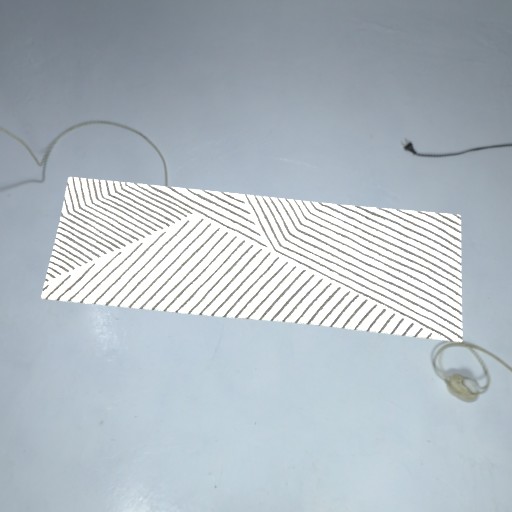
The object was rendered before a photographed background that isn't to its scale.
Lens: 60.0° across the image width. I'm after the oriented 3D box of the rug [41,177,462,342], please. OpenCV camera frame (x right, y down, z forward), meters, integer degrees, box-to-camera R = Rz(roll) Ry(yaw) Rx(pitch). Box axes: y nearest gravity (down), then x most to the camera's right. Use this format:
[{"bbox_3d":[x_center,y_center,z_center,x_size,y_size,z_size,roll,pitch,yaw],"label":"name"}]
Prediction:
[{"bbox_3d":[0.000,0.000,2.645,2.439,0.020,0.773,6,76,1],"label":"rug"}]
